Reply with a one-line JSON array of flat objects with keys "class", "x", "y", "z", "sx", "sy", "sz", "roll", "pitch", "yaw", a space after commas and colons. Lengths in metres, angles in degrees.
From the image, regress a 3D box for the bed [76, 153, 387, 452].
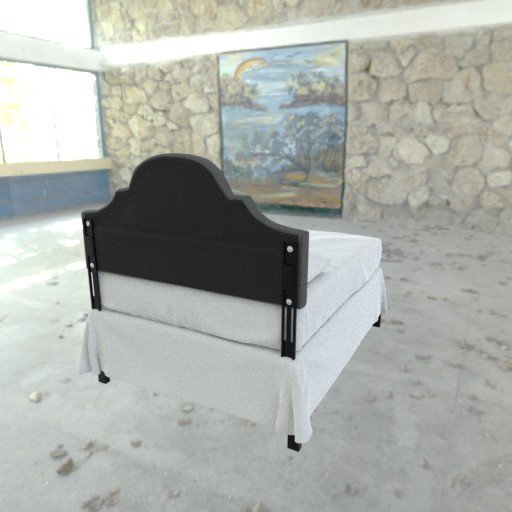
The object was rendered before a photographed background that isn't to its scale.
[{"class": "bed", "x": 0.000, "y": 0.000, "z": 3.488, "sx": 1.780, "sy": 1.634, "sz": 2.222, "roll": 8, "pitch": 17, "yaw": 27}]
